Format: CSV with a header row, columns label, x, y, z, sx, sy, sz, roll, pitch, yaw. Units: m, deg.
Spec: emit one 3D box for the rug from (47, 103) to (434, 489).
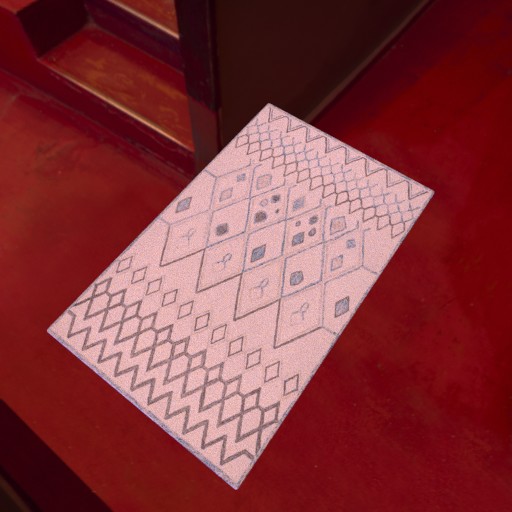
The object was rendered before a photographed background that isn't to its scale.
label,x,y,z,sx,sy,sz,roll,pitch,yaw
rug,0.000,0.000,3.064,1.524,0.015,2.439,33,68,15
